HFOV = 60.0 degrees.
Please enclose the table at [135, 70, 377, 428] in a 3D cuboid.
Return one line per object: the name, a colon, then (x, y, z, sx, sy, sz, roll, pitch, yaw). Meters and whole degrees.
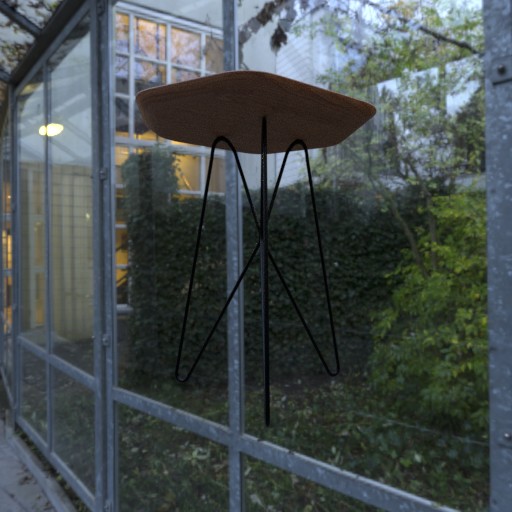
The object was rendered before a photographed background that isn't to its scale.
table: (0.000, 0.000, 0.906, 0.500, 0.562, 0.400, 0, 0, -35)
